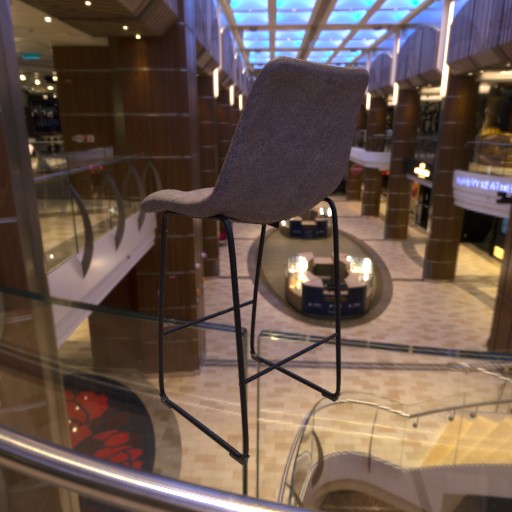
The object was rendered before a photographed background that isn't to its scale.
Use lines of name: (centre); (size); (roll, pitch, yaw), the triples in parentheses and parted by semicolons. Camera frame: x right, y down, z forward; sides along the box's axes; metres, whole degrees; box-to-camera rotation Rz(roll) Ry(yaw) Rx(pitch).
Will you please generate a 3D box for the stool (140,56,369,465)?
stool: (0.000, 0.000, 1.398); (0.514, 1.082, 0.561); (-15, 22, -42)
